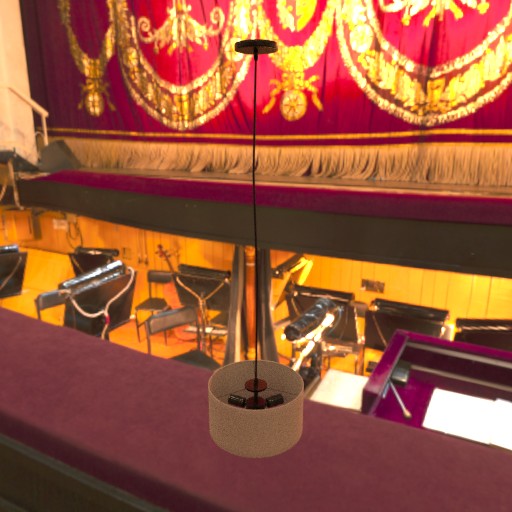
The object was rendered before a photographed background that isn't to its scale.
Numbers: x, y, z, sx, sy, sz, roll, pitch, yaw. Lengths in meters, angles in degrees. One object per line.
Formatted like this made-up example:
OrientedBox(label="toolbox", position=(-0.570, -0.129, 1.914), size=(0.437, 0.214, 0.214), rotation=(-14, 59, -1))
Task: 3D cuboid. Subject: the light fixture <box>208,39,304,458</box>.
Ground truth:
OrientedBox(label="light fixture", position=(0.000, 0.000, 1.722), size=(0.399, 1.516, 0.399), rotation=(0, 14, 0))
